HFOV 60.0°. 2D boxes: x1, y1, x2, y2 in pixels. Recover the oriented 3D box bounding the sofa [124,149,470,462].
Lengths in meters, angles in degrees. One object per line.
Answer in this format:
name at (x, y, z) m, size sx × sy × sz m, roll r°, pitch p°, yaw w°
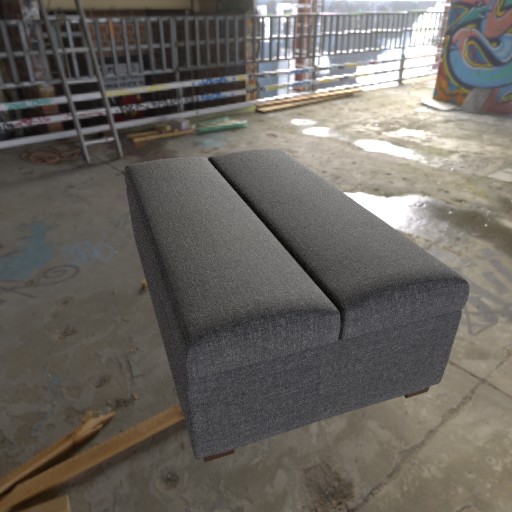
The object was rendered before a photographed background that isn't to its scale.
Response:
sofa at (0.000, 0.000, 1.574) m, size 0.782 × 0.417 × 1.198 m, roll -10°, pitch 32°, yaw -17°
